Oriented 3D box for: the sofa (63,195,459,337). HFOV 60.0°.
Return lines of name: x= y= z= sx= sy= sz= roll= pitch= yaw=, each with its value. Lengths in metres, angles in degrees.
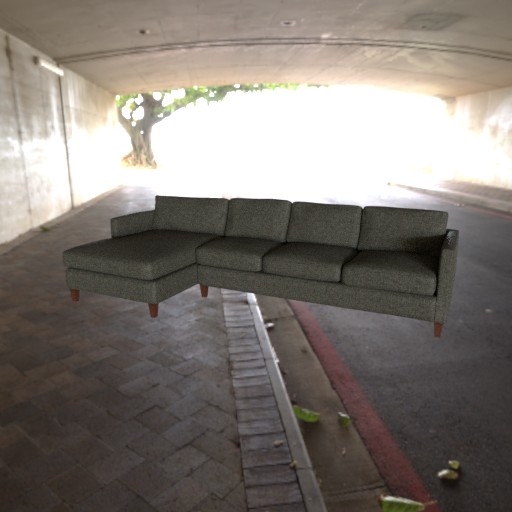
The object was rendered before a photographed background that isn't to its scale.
sofa: x=0.000 y=0.000 z=4.256 sx=3.485 sy=0.960 sz=1.635 roll=7 pitch=16 yaw=25
